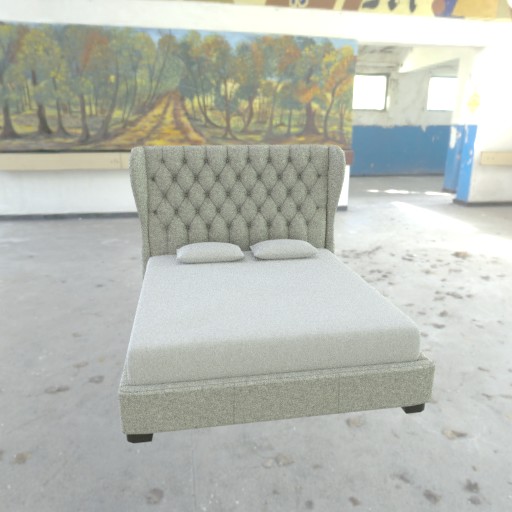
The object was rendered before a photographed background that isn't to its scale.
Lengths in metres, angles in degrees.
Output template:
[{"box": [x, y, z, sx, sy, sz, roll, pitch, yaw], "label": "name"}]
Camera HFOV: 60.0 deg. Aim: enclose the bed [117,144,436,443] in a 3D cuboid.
[{"box": [0.000, 0.000, 3.837, 2.219, 1.771, 2.347, -3, 17, -9], "label": "bed"}]
